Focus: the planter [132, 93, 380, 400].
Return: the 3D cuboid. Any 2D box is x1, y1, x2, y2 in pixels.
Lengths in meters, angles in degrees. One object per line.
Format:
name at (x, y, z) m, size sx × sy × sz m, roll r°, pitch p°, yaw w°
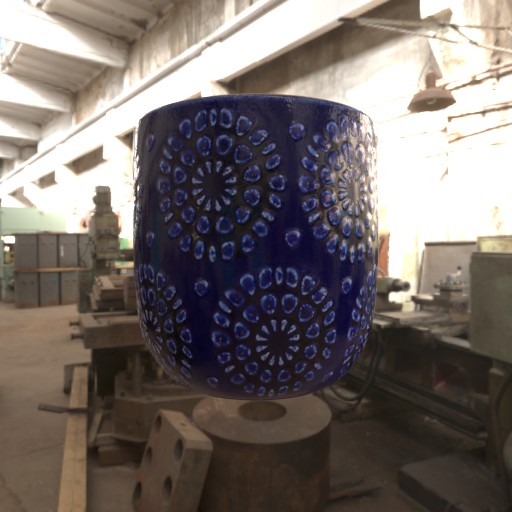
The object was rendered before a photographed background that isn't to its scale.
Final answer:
planter at (0.000, 0.000, 0.203) m, size 0.109 × 0.112 × 0.109 m, roll 0°, pitch 1°, yaw 0°
